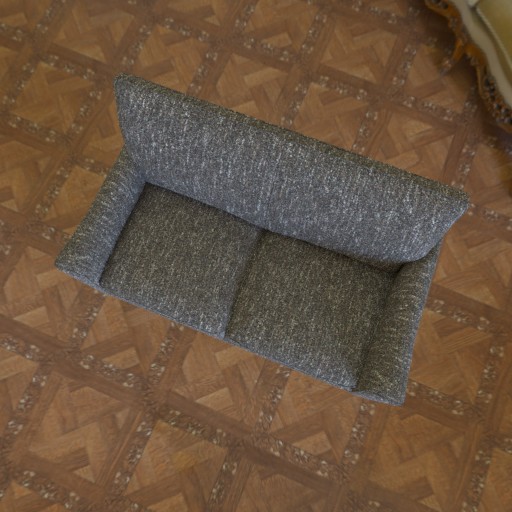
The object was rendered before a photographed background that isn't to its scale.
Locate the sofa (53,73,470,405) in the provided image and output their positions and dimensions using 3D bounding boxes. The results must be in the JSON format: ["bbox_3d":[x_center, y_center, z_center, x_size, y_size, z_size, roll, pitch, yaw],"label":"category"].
[{"bbox_3d":[0.000,0.000,2.013,1.519,0.946,0.801,21,75,6],"label":"sofa"}]
